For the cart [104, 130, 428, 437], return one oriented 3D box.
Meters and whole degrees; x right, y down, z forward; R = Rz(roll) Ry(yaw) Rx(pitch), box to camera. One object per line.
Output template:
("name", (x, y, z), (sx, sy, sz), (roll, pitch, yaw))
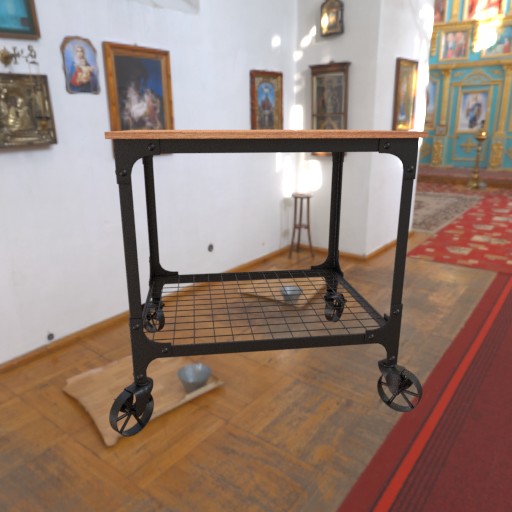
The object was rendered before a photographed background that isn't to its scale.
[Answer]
("cart", (0.000, 0.000, 1.107), (0.666, 0.603, 0.558), (-2, 16, -8))
